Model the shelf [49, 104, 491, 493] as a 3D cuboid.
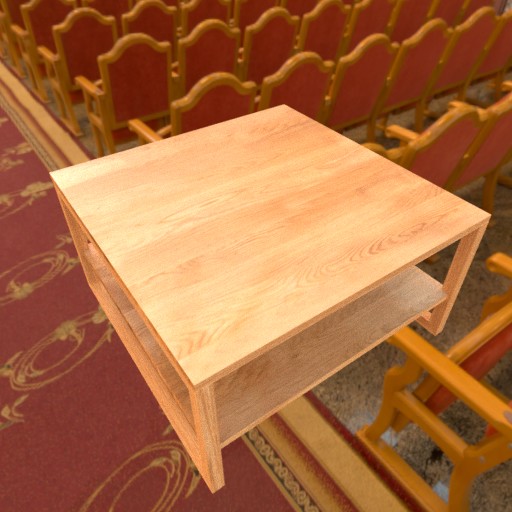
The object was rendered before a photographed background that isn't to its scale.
[{"bbox_3d":[0.000,0.000,1.417,0.899,0.480,0.899,-25,47,-26],"label":"shelf"}]
